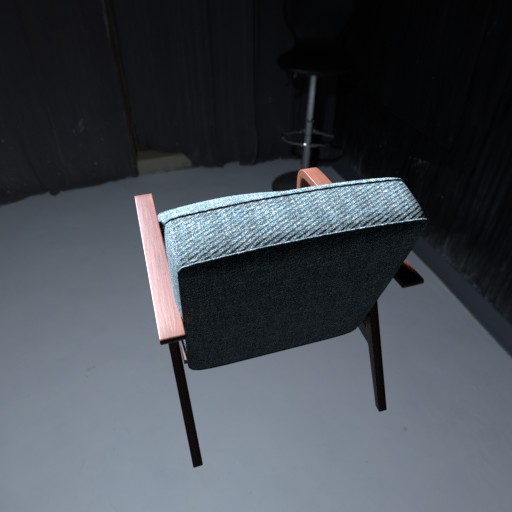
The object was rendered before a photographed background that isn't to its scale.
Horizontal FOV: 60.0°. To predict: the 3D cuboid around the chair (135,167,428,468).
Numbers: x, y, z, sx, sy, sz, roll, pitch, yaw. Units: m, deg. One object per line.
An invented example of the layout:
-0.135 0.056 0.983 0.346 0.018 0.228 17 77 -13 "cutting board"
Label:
0.000 0.000 1.512 0.719 0.864 0.889 -11 42 -13 "chair"
